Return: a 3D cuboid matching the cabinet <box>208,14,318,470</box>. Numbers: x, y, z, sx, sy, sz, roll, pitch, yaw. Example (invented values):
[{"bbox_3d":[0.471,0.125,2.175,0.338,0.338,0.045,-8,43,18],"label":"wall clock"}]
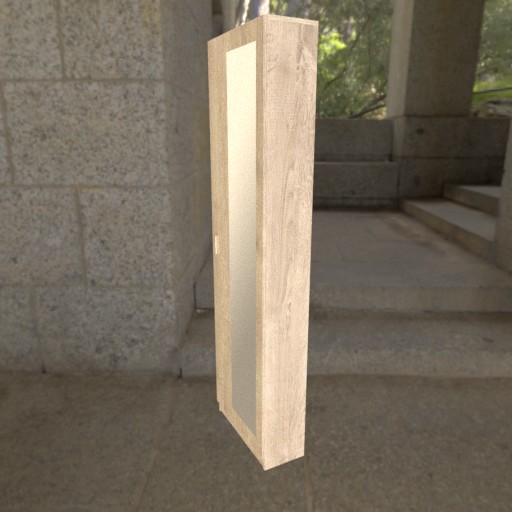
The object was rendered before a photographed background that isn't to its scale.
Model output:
[{"bbox_3d":[0.000,0.000,1.944,0.230,1.790,0.500,-8,17,-27],"label":"cabinet"}]
